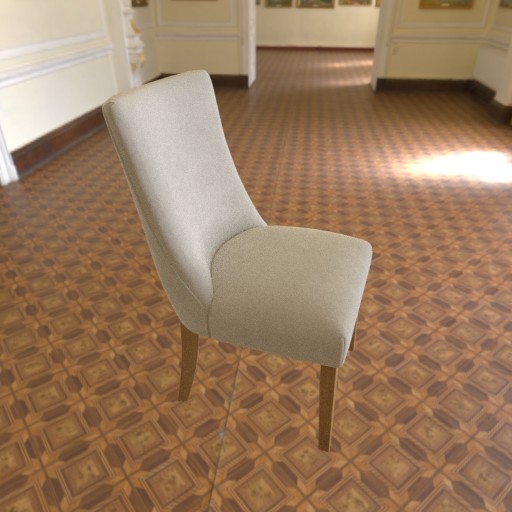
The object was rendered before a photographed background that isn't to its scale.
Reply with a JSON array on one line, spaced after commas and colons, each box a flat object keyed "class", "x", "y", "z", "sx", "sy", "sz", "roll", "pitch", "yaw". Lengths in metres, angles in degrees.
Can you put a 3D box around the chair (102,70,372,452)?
[{"class": "chair", "x": 0.000, "y": 0.000, "z": 1.253, "sx": 0.610, "sy": 0.902, "sz": 0.495, "roll": 10, "pitch": 32, "yaw": 17}]
